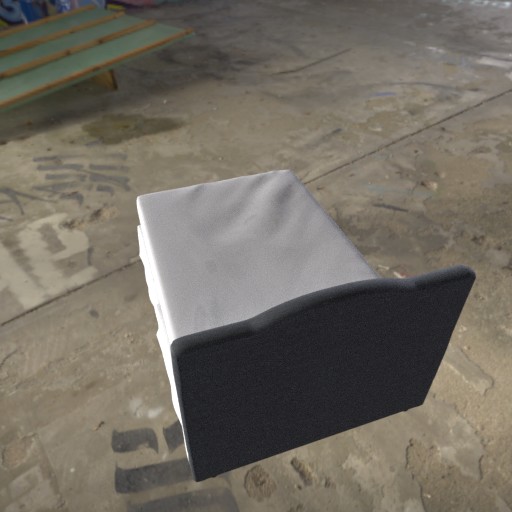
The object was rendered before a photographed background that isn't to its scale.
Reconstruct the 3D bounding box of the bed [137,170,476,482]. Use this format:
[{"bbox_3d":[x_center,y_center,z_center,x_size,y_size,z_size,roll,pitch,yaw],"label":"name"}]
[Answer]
[{"bbox_3d":[0.000,0.000,3.502,1.747,1.441,2.507,-13,42,-14],"label":"bed"}]
